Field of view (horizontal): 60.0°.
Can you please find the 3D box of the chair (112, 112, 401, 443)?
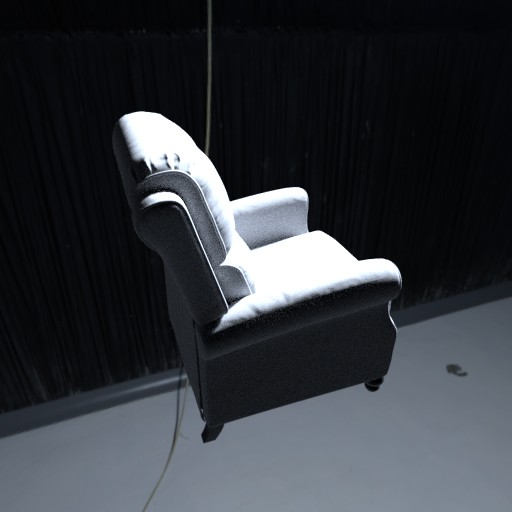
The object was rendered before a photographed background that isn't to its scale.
[{"bbox_3d":[0.000,0.000,1.735,0.919,1.046,0.859,-10,32,-17],"label":"chair"}]
